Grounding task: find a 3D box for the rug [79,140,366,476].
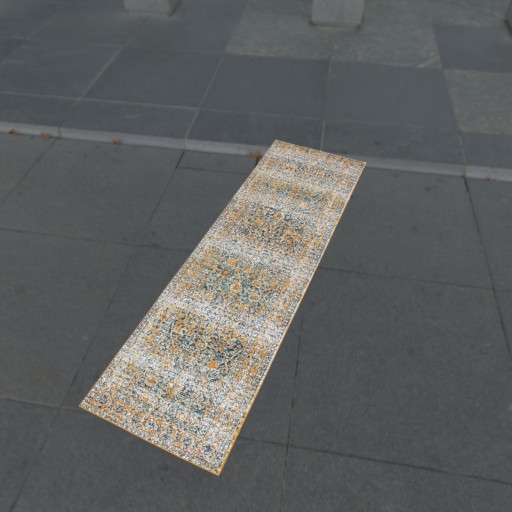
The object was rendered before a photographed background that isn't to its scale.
[{"bbox_3d":[0.000,0.000,2.577,0.704,0.014,2.294,19,51,16],"label":"rug"}]
